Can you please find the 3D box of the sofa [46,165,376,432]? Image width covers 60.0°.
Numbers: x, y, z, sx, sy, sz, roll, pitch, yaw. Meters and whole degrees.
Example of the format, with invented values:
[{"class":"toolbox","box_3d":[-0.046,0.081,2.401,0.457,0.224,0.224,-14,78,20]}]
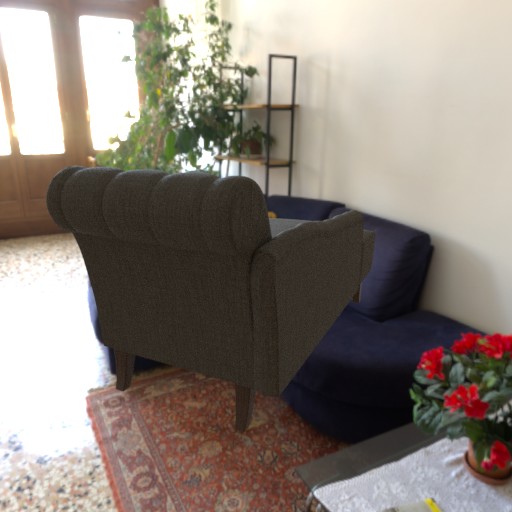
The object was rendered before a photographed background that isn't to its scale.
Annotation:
[{"class":"sofa","box_3d":[0.000,0.000,1.760,0.675,0.787,1.379,8,19,25]}]
